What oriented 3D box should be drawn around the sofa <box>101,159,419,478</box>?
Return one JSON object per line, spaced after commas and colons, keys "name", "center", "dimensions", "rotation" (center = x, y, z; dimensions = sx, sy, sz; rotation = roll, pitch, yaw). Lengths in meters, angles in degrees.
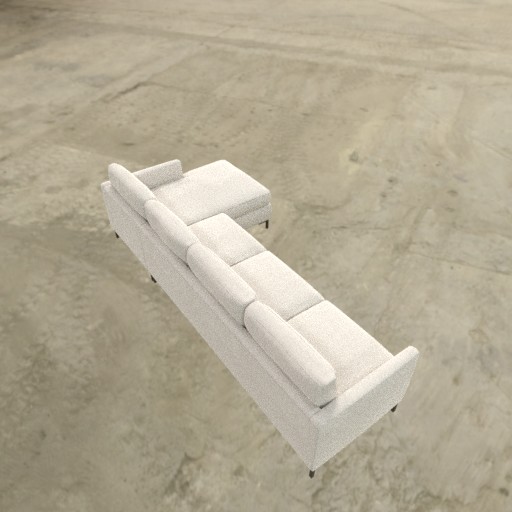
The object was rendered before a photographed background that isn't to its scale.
{"name": "sofa", "center": [0.000, 0.000, 2.911], "dimensions": [1.126, 0.677, 2.445], "rotation": [-25, 46, -27]}
